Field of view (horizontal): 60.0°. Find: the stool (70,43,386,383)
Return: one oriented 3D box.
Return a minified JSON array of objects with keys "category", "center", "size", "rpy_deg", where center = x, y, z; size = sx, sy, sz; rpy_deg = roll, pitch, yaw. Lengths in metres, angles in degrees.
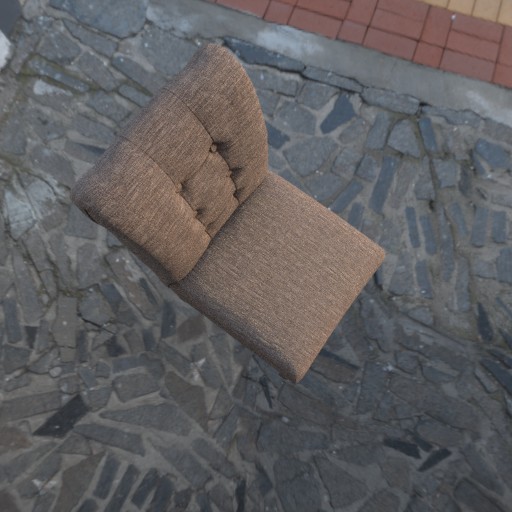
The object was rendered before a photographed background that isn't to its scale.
[{"category":"stool","center":[0.000,0.000,1.294],"size":[0.611,0.970,0.457],"rpy_deg":[36,78,9]}]
